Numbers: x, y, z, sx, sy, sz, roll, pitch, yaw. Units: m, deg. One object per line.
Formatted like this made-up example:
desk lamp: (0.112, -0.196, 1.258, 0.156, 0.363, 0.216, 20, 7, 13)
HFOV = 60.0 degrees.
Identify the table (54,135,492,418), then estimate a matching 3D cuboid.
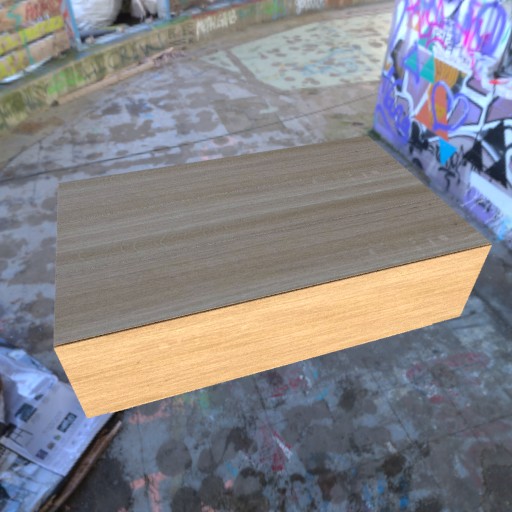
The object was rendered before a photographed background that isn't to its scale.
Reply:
table: (0.000, 0.000, 1.414, 1.110, 0.353, 0.678, -12, 42, -13)
